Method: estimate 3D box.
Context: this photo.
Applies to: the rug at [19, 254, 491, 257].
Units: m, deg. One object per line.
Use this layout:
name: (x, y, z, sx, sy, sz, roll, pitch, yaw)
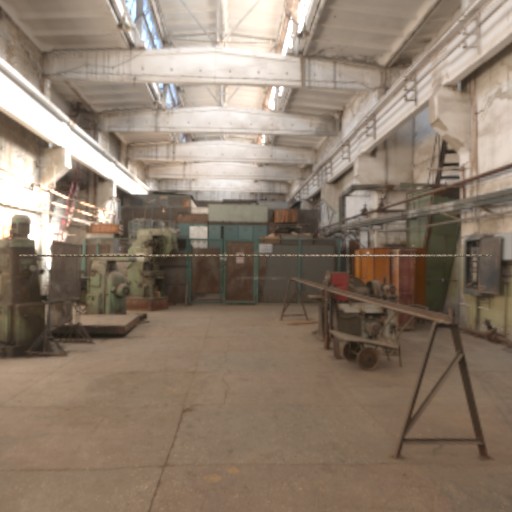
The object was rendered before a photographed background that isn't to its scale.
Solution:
rug: (0.000, 0.000, 2.465, 2.286, 0.008, 0.686, 0, 0, -1)
